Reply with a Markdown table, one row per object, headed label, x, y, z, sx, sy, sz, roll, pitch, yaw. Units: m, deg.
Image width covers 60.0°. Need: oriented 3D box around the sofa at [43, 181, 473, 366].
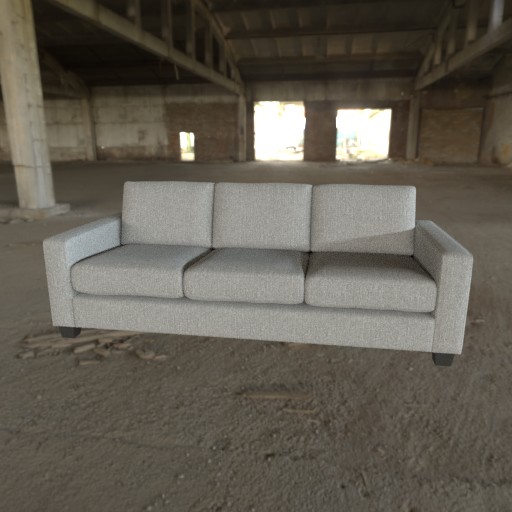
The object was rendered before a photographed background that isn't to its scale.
| label | x | y | z | sx | sy | sz | roll | pitch | yaw |
| --- | --- | --- | --- | --- | --- | --- | --- | --- | --- |
| sofa | 0.000 | 0.000 | 2.589 | 2.120 | 0.800 | 0.900 | 2 | 15 | 9 |
